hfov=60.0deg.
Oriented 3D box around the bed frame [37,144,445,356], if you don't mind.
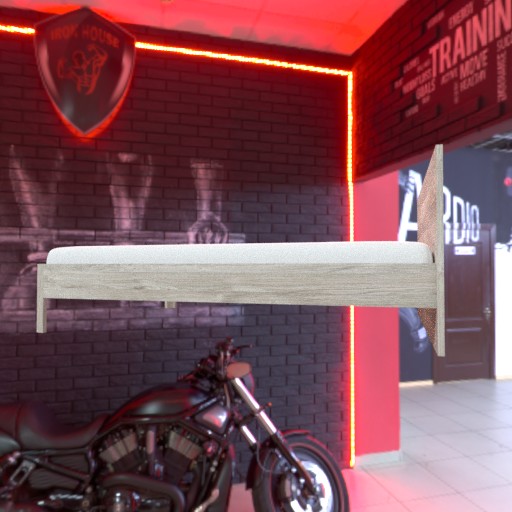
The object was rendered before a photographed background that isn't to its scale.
[{"bbox_3d":[0.000,0.000,2.673,1.950,0.800,1.490,0,-1,17],"label":"bed frame"}]
